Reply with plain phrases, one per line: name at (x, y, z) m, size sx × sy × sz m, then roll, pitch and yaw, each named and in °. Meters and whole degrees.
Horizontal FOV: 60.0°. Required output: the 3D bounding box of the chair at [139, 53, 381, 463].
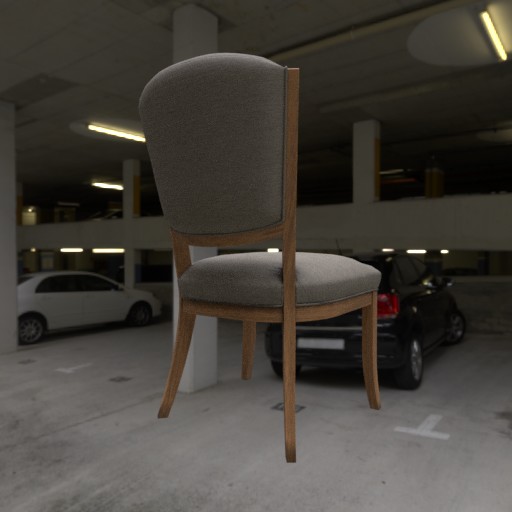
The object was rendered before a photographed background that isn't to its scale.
chair at (0.000, 0.000, 1.236) m, size 0.513 × 0.905 × 0.584 m, roll 1°, pitch 1°, yaw 37°
